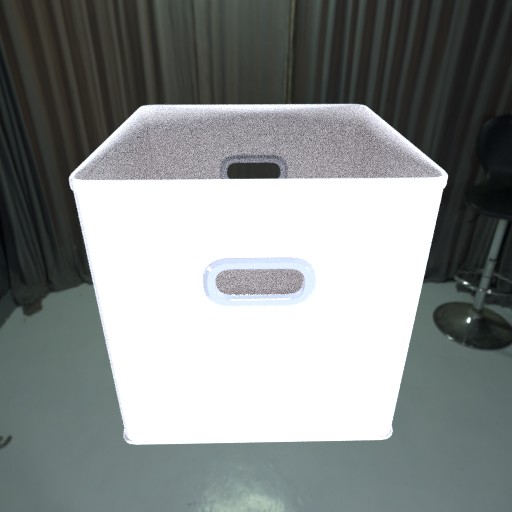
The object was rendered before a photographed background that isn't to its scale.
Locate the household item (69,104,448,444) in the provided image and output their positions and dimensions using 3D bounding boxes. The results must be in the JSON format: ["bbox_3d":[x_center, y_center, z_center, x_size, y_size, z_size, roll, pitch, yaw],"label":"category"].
[{"bbox_3d":[0.000,0.000,0.548,0.305,0.305,0.305,-1,29,-1],"label":"household item"}]
